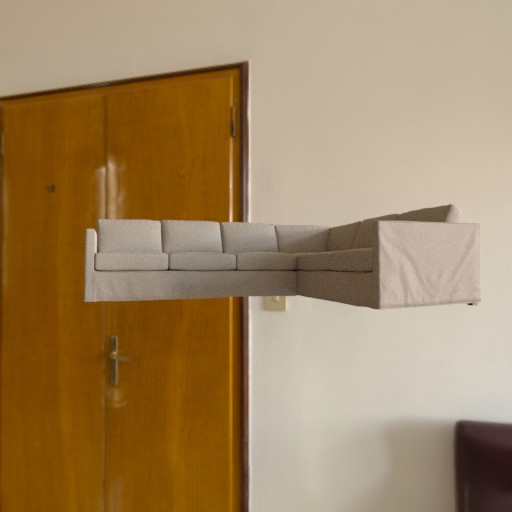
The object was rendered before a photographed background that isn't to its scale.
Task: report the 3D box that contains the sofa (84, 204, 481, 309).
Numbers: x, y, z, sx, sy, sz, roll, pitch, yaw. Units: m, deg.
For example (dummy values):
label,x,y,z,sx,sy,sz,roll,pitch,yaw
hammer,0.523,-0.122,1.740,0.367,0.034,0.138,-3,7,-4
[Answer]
label,x,y,z,sx,sy,sz,roll,pitch,yaw
sofa,0.000,0.000,4.348,3.182,0.871,2.432,0,-1,-18
